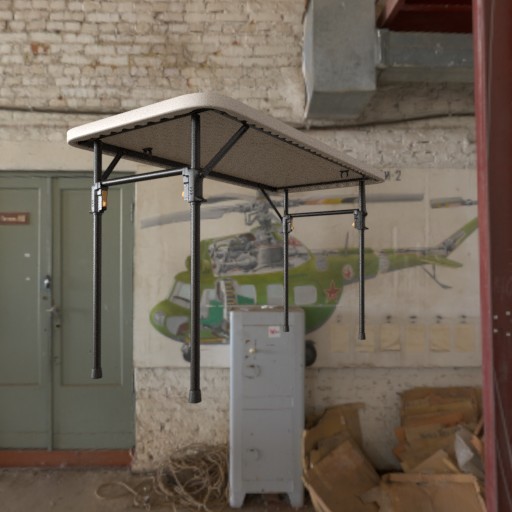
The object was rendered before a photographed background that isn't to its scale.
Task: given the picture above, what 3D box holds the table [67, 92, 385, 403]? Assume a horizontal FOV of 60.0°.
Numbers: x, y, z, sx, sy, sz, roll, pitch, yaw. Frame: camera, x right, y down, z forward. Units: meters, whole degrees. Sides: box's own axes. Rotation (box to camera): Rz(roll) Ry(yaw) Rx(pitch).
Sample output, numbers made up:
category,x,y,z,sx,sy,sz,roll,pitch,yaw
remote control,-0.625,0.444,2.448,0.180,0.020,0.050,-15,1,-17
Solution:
category,x,y,z,sx,sy,sz,roll,pitch,yaw
table,0.000,0.000,1.644,0.610,0.729,1.219,-1,-1,35
